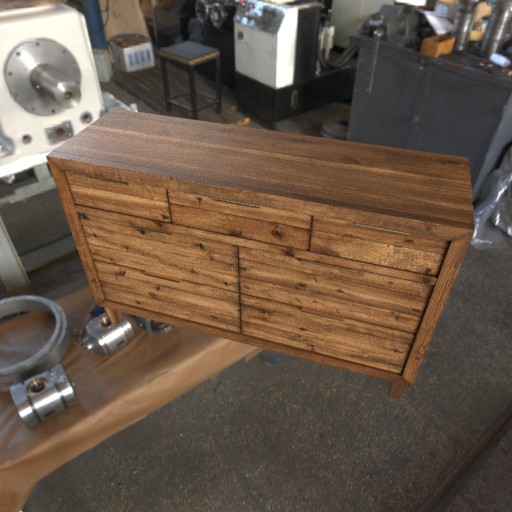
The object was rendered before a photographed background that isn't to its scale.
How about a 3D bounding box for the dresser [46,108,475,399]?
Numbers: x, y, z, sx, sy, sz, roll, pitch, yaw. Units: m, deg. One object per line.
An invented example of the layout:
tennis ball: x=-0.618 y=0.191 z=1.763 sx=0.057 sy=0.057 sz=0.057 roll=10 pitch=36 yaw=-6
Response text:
dresser: x=0.000 y=0.000 z=1.810 sx=1.387 sy=0.892 sz=0.438 roll=12 pitch=42 yaw=13
